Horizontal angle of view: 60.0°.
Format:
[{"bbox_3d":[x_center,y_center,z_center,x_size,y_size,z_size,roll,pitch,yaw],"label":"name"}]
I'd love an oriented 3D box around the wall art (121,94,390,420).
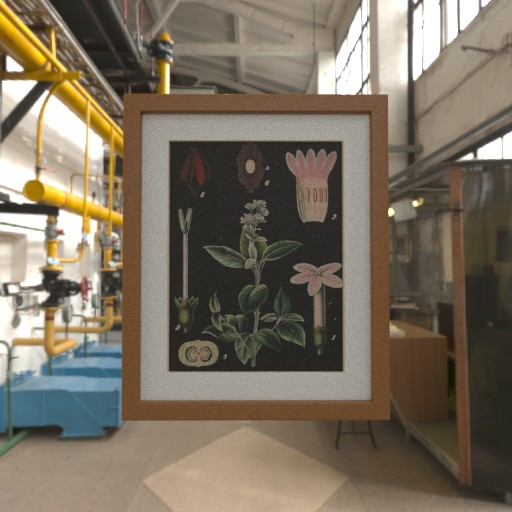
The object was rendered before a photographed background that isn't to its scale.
[{"bbox_3d":[0.000,0.000,0.755,0.449,0.550,0.021,0,-1,0],"label":"wall art"}]
